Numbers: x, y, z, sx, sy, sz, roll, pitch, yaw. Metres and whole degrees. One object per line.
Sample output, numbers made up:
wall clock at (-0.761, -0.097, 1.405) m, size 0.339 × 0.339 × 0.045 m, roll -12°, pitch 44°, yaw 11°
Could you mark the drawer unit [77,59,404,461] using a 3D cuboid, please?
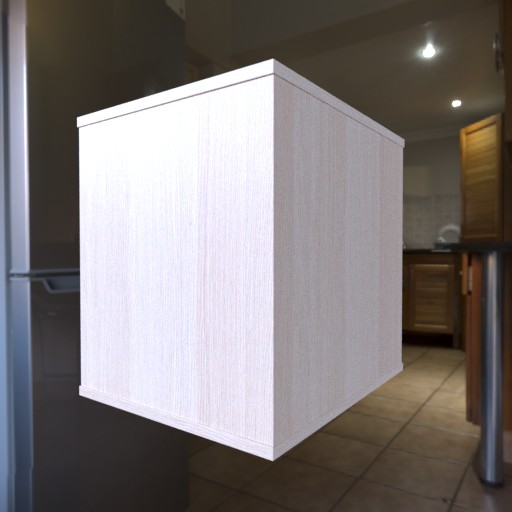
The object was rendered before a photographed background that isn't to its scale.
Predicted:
drawer unit at (0.000, 0.000, 0.604) m, size 0.290 × 0.344 × 0.349 m, roll 1°, pitch 1°, yaw 36°
